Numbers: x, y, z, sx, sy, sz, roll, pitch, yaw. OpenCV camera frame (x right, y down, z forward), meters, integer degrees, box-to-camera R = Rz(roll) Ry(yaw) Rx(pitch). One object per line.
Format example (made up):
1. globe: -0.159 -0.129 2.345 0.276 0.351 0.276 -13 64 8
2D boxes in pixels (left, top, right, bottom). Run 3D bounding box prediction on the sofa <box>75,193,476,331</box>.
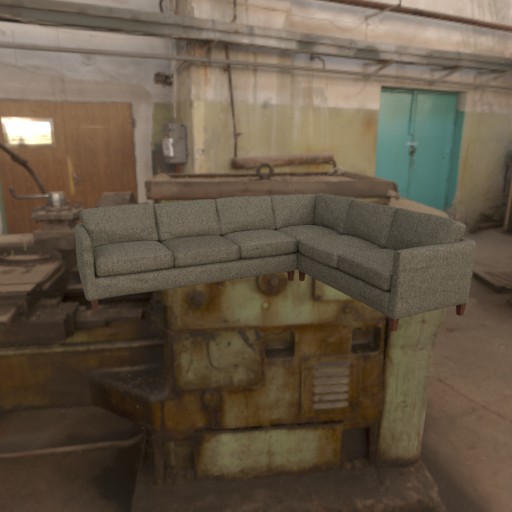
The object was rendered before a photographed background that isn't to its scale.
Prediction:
1. sofa: 0.000 0.000 4.538 3.302 0.947 2.593 -7 17 -24
